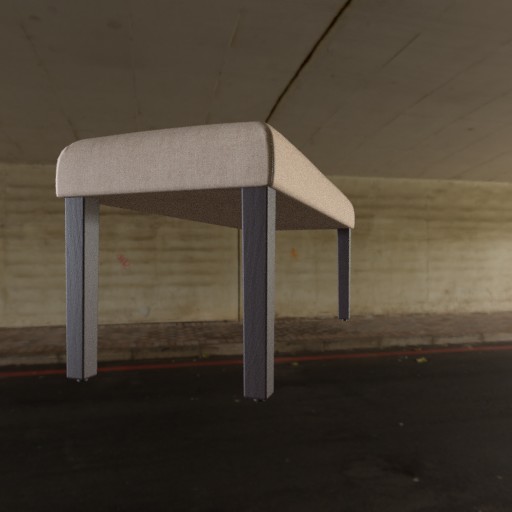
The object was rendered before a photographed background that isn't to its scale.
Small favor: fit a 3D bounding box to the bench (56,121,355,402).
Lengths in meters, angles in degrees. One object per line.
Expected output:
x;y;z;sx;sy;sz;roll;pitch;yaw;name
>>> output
0.000;0.000;1.195;0.407;0.456;1.013;0;0;19;bench
